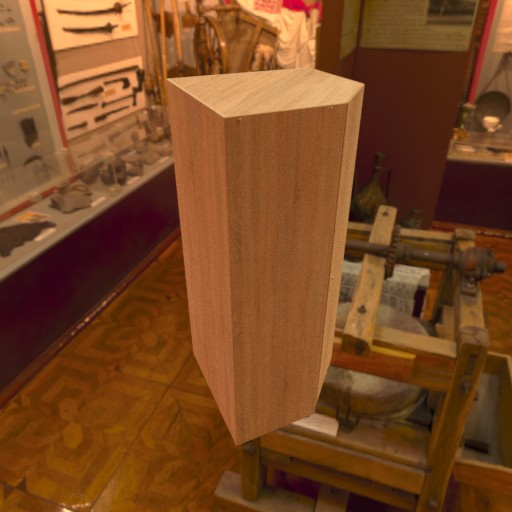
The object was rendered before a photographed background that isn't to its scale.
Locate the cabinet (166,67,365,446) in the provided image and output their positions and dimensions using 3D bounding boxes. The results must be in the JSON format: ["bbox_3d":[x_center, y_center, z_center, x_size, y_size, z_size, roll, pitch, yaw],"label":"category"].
[{"bbox_3d":[0.000,0.000,2.901,1.094,2.120,1.327,11,33,18],"label":"cabinet"}]
